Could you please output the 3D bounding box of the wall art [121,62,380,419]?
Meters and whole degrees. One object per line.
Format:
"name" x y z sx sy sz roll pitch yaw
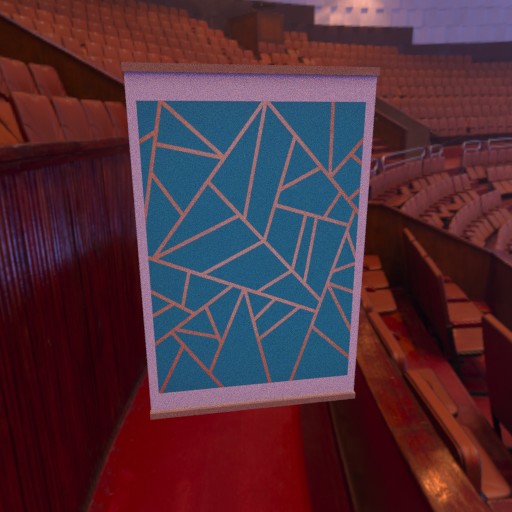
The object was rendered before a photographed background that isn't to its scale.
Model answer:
"wall art" 0.000 0.000 1.912 0.990 1.519 0.030 -3 17 -9
